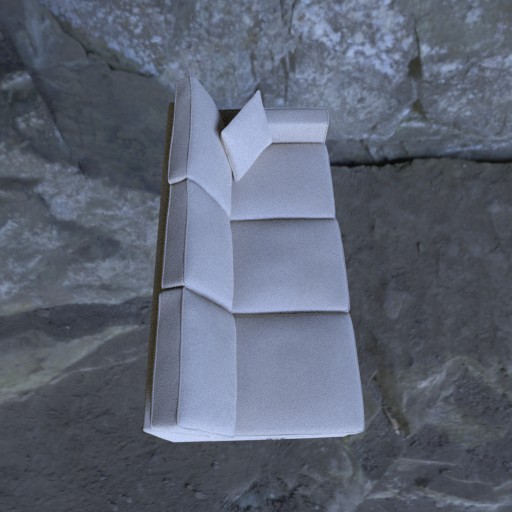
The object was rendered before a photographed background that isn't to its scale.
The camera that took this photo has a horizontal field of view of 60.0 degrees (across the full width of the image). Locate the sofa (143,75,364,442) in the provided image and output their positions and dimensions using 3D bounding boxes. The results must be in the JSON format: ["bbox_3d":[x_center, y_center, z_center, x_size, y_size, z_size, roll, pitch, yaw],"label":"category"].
[{"bbox_3d":[0.000,0.000,2.572,1.034,0.946,1.963,-2,64,-1],"label":"sofa"}]
